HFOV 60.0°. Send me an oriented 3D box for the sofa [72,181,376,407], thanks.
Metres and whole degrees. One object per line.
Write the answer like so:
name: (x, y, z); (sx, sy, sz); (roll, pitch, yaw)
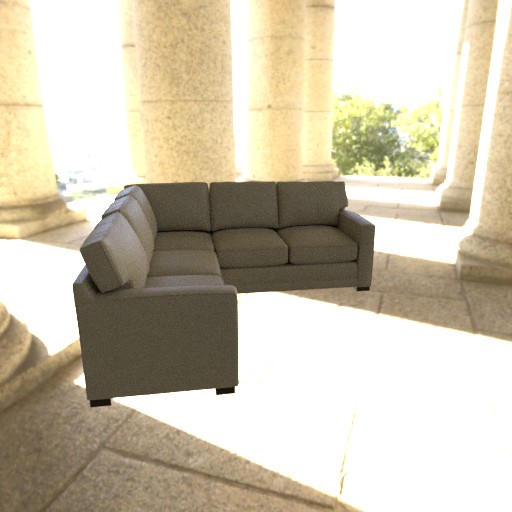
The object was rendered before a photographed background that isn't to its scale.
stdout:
sofa: (0.000, 0.000, 3.425); (2.211, 0.936, 2.188); (-3, 17, -10)
